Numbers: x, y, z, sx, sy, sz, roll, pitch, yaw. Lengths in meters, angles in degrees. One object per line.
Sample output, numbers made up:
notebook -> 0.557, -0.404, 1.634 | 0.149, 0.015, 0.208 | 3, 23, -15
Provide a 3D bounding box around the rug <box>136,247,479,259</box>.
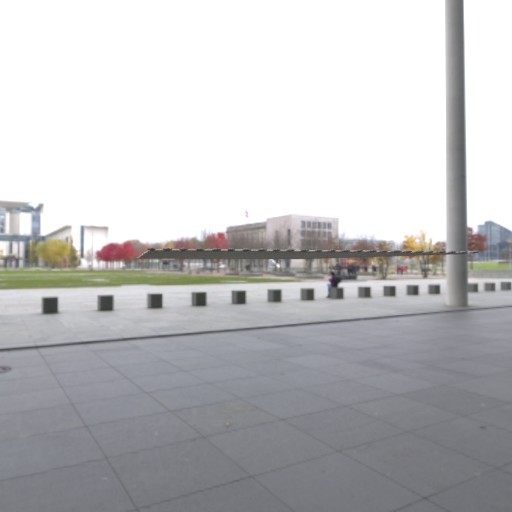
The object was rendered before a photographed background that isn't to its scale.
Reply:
rug -> 0.000, 0.000, 3.064 | 1.563, 0.014, 2.425 | 0, -1, -16
